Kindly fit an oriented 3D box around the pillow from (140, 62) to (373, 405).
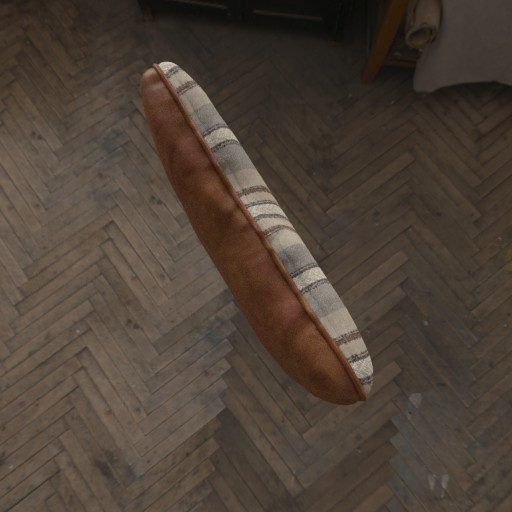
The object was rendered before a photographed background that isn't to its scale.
[{"bbox_3d":[0.000,0.000,0.740,0.130,0.490,0.489,-31,79,-6],"label":"pillow"}]
